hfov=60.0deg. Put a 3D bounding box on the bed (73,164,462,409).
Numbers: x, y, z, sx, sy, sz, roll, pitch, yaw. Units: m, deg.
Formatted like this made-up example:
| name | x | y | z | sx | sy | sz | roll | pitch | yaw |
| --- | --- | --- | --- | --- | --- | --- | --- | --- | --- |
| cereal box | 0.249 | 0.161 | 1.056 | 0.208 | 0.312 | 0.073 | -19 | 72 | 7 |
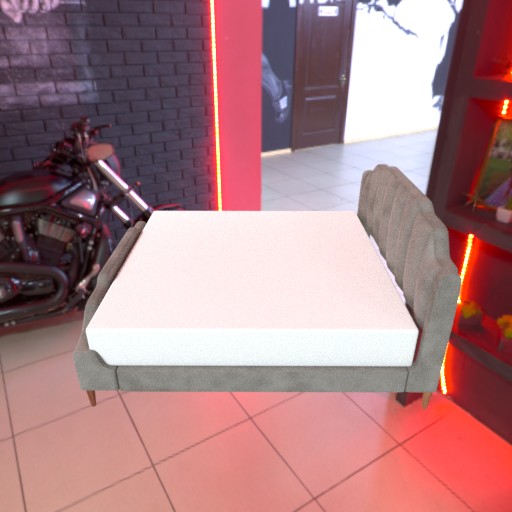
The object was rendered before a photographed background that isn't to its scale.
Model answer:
| name | x | y | z | sx | sy | sz | roll | pitch | yaw |
| --- | --- | --- | --- | --- | --- | --- | --- | --- | --- |
| bed | 0.000 | 0.000 | 3.573 | 2.340 | 1.245 | 2.074 | 0 | 27 | 0 |
